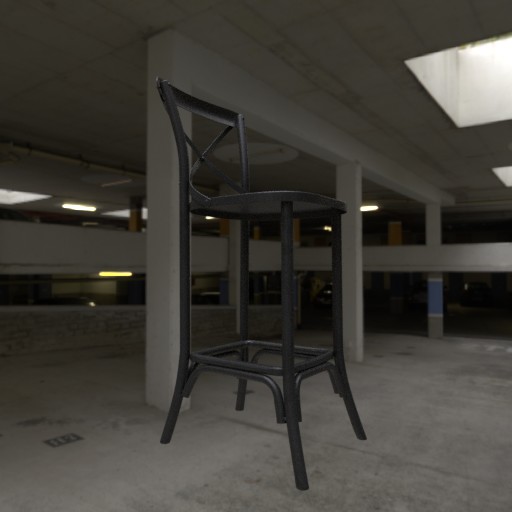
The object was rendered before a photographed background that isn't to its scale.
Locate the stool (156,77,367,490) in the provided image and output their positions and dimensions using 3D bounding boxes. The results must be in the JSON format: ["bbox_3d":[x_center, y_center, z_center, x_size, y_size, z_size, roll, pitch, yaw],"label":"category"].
[{"bbox_3d":[0.000,0.000,1.431,0.584,1.168,0.457,-1,-2,35],"label":"stool"}]
